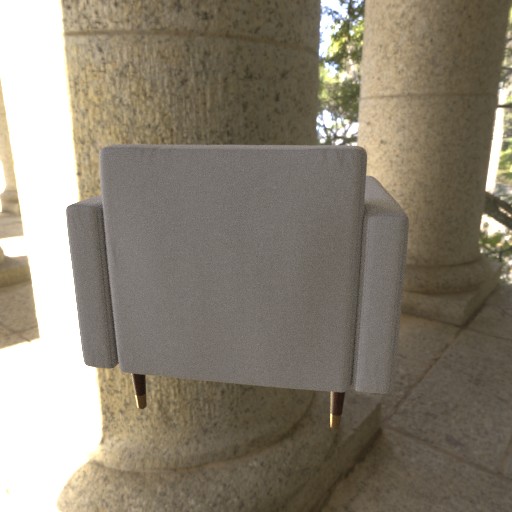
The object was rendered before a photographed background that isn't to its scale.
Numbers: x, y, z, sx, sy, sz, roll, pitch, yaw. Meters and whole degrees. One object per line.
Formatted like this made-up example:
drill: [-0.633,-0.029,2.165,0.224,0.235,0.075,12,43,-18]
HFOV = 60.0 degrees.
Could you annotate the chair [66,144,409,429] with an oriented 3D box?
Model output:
chair: [0.000,0.000,1.635,0.953,0.819,0.998,3,16,9]
